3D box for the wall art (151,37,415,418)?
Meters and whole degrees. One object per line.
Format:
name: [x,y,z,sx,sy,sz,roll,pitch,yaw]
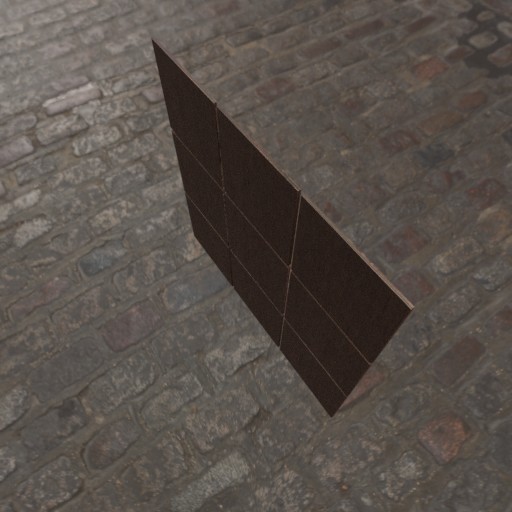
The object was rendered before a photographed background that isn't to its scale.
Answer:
wall art: [0.000,0.000,2.212,0.014,1.525,1.527,-31,64,-17]
